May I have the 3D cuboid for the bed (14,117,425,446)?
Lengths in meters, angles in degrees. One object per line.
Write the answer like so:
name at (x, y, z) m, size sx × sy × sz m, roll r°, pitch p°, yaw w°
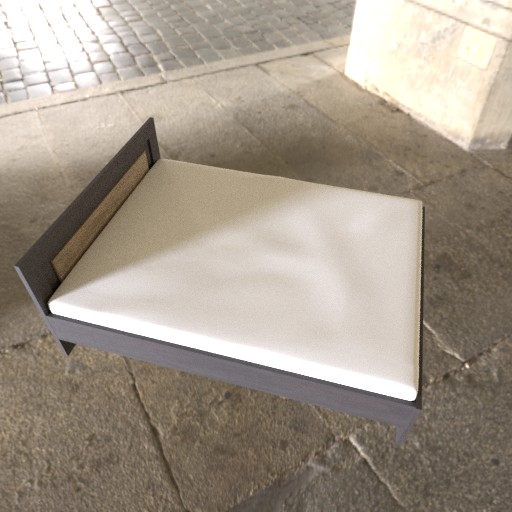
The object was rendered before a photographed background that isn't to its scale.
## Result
bed at (0.000, 0.000, 2.842) m, size 2.073 × 0.823 × 1.585 m, roll 11°, pitch 46°, yaw 11°
